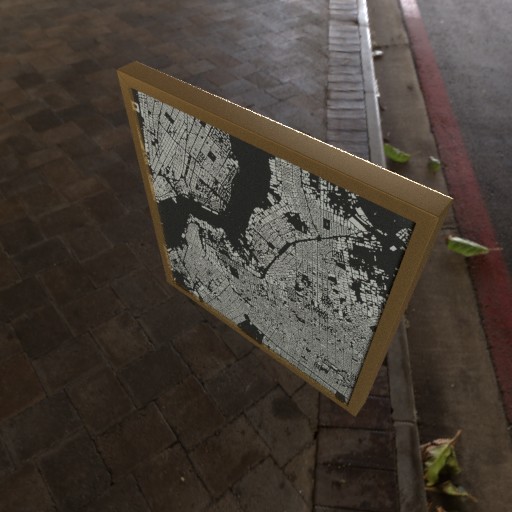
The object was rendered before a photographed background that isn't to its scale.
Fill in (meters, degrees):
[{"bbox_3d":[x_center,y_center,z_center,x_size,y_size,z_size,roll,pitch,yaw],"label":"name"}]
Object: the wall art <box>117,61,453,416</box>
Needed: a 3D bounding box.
[{"bbox_3d":[0.000,0.000,0.453,0.305,0.305,0.023,31,55,25],"label":"wall art"}]
